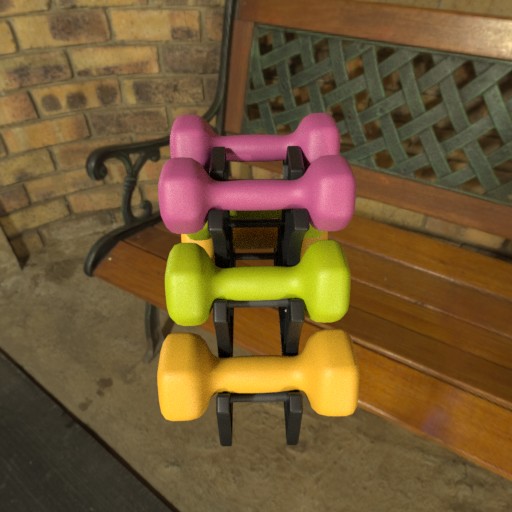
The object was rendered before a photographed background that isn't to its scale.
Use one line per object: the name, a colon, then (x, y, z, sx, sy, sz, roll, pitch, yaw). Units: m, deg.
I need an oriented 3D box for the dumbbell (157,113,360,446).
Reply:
dumbbell: (0.000, 0.000, 0.470, 0.190, 0.271, 0.300, -1, 43, -1)
